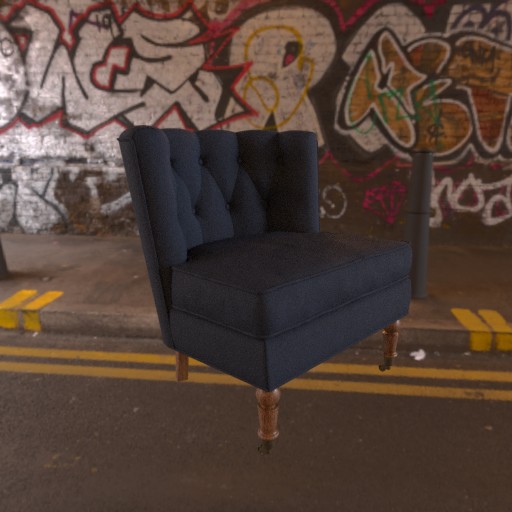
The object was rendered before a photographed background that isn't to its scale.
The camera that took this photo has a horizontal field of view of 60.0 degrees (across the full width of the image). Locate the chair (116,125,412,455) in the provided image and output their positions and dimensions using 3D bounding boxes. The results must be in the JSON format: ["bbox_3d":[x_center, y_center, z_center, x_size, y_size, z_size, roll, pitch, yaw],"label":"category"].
[{"bbox_3d":[0.000,0.000,1.369,0.718,0.771,0.740,14,20,43],"label":"chair"}]
